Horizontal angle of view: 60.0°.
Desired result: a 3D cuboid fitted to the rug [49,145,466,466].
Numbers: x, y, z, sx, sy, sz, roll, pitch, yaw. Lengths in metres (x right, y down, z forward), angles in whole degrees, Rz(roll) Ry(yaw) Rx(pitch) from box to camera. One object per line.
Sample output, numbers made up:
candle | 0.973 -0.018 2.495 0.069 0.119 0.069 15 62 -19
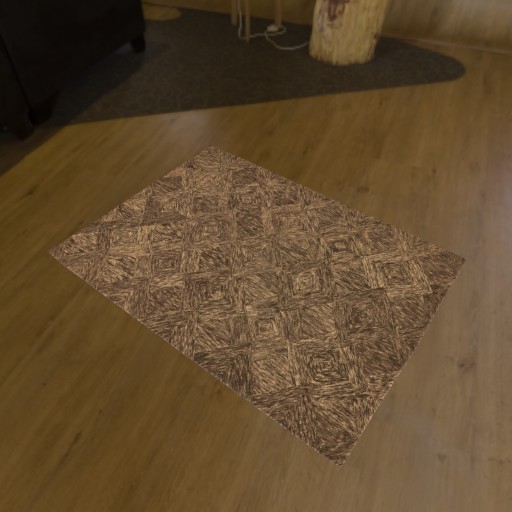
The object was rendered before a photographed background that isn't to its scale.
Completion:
rug | 0.000 0.000 5.319 4.093 0.020 2.997 29 53 25
